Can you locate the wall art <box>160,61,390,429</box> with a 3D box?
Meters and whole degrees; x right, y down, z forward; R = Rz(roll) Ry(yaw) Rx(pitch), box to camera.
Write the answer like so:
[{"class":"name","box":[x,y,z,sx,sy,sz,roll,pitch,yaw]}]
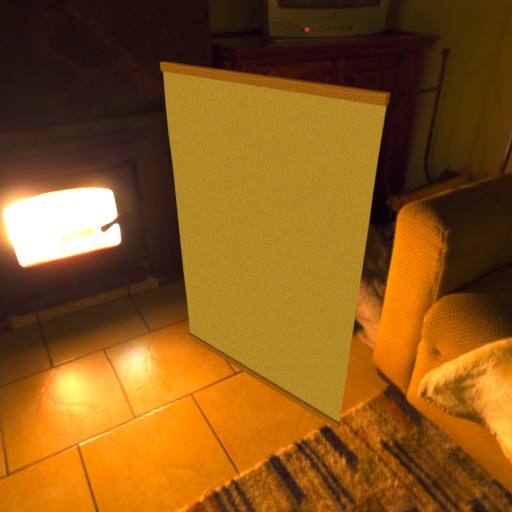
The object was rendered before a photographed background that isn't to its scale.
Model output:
[{"class":"wall art","box":[0.000,0.000,1.984,1.011,1.521,0.025,23,38,32]}]
